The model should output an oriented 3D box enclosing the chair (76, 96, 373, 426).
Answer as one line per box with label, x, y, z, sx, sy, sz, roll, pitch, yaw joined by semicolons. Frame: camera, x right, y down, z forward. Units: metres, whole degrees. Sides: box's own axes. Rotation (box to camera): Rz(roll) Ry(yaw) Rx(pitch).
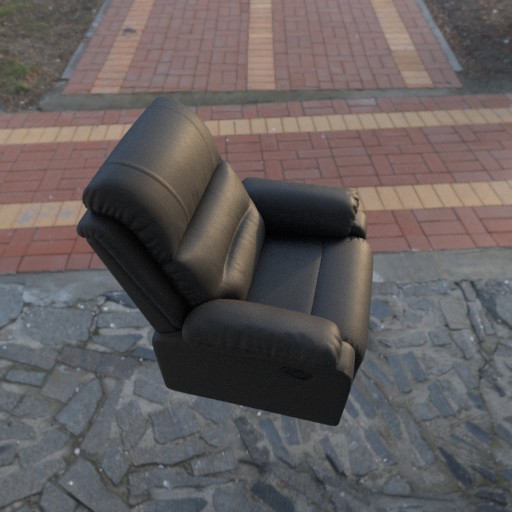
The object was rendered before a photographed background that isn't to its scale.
chair;0.000;0.000;1.689;0.919;0.992;0.855;10;48;9
